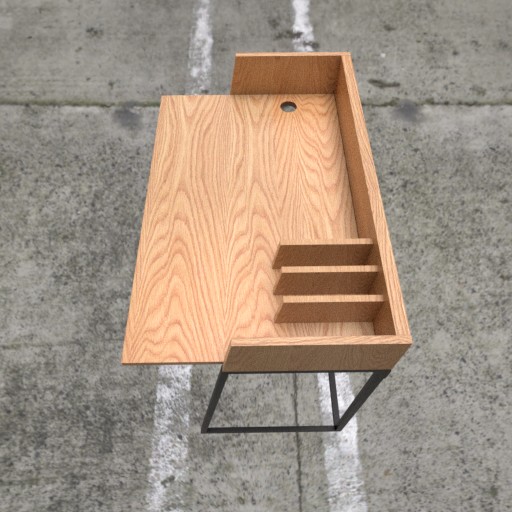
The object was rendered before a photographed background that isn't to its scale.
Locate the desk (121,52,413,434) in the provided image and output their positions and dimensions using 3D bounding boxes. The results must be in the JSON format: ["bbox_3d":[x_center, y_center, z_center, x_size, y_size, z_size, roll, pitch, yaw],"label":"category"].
[{"bbox_3d":[0.000,0.000,1.844,0.769,1.061,1.191,-1,58,0],"label":"desk"}]
